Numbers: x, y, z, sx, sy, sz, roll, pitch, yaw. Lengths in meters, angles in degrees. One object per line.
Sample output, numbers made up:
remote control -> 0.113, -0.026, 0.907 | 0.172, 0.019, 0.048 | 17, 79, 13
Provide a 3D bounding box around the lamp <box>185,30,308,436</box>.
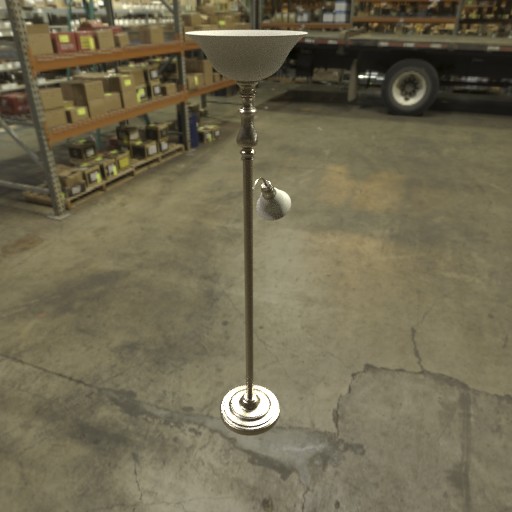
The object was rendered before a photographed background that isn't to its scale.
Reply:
lamp -> 0.000, 0.000, 1.974 | 0.405, 1.785, 0.575 | 11, 31, 19
